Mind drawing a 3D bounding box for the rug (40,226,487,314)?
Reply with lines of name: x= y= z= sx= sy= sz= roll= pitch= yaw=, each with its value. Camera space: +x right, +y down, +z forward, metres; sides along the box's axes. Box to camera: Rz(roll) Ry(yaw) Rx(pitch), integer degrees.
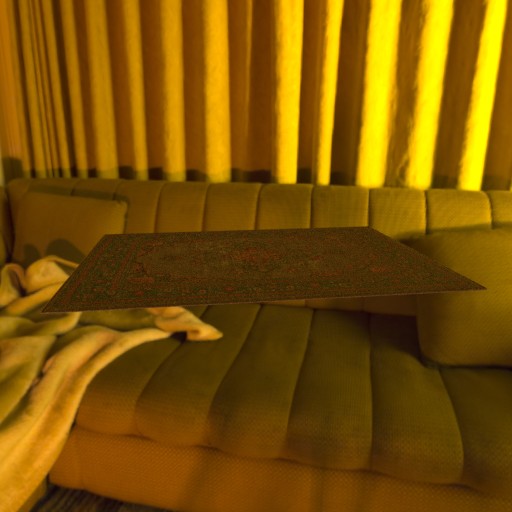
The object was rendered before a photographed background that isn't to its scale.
rug: x=0.000 y=0.000 z=2.921 sx=2.214 sy=0.013 sz=1.609 roll=-2 pitch=16 yaw=-8
